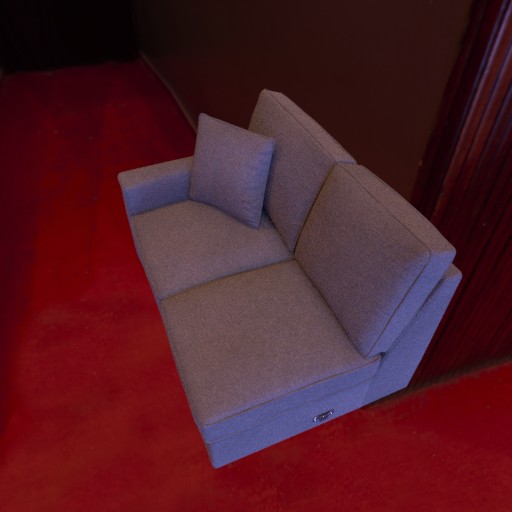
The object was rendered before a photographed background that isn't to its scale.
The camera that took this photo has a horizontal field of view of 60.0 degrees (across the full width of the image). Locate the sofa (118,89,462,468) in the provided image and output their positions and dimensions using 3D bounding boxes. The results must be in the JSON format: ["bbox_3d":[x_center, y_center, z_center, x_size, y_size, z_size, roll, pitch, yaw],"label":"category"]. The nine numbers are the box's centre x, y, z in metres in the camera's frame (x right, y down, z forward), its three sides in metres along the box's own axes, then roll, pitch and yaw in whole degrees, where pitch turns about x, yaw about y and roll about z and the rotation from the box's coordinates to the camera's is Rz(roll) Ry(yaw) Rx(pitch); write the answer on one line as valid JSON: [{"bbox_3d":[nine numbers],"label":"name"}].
[{"bbox_3d":[0.000,0.000,2.051,0.991,0.989,1.388,-17,47,-16],"label":"sofa"}]
